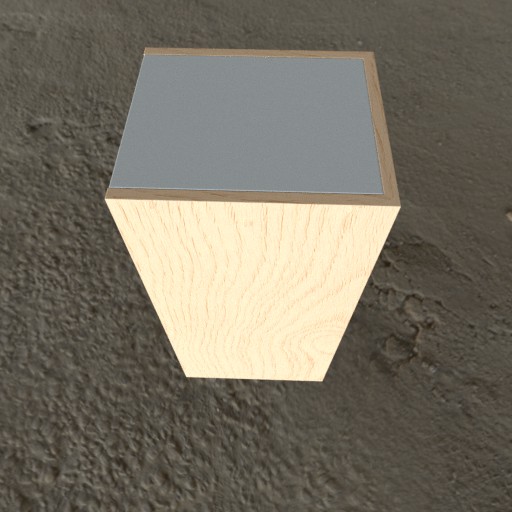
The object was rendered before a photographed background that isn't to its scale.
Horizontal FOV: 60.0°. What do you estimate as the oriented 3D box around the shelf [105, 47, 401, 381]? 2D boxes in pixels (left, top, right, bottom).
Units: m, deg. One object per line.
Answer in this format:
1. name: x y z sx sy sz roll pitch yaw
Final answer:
1. shelf: 0.000 0.000 0.753 0.290 0.600 0.250 2 58 1
